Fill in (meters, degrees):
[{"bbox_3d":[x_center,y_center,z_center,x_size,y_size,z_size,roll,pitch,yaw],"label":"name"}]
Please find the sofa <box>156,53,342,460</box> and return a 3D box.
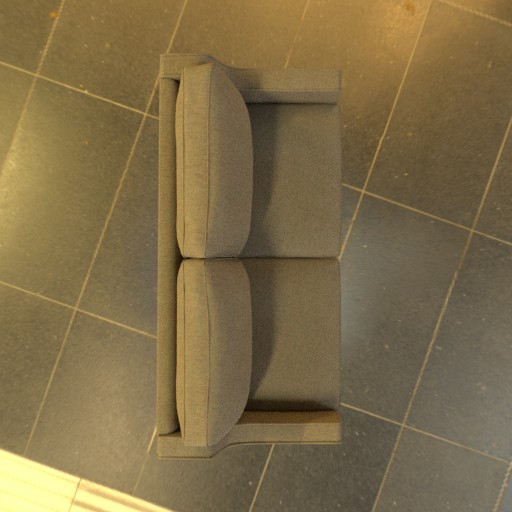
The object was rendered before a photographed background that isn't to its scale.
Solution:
[{"bbox_3d":[0.000,0.000,2.733,1.073,1.074,2.181,0,90,0],"label":"sofa"}]
